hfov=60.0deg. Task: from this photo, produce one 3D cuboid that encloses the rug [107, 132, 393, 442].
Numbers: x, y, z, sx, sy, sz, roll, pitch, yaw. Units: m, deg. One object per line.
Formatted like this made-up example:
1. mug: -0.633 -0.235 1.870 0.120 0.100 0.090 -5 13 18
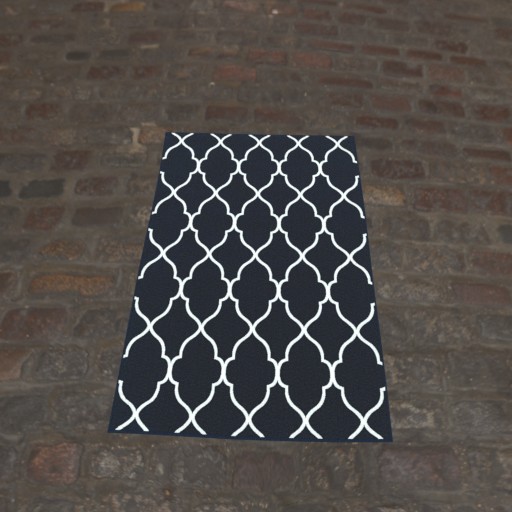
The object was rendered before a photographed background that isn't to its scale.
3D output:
1. rug: 0.000 0.000 2.951 1.528 0.014 2.294 1 58 1
